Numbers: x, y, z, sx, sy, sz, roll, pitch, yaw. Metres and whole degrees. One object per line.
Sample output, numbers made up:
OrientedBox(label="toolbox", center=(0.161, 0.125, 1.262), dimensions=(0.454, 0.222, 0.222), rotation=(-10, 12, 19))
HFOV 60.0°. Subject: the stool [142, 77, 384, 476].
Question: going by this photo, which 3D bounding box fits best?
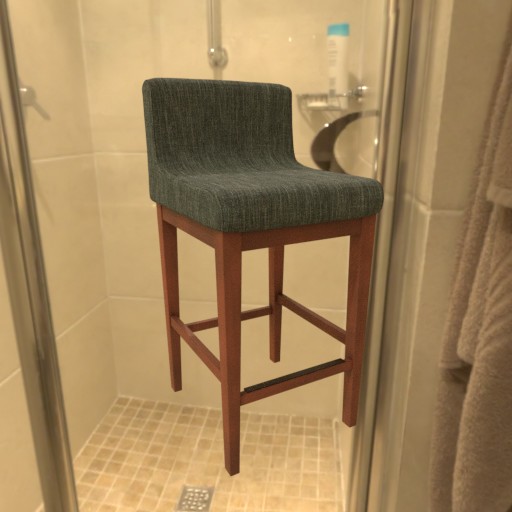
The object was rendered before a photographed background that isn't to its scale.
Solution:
OrientedBox(label="stool", center=(0.000, 0.000, 1.088), dimensions=(0.395, 0.835, 0.459), rotation=(-9, 19, -28))
